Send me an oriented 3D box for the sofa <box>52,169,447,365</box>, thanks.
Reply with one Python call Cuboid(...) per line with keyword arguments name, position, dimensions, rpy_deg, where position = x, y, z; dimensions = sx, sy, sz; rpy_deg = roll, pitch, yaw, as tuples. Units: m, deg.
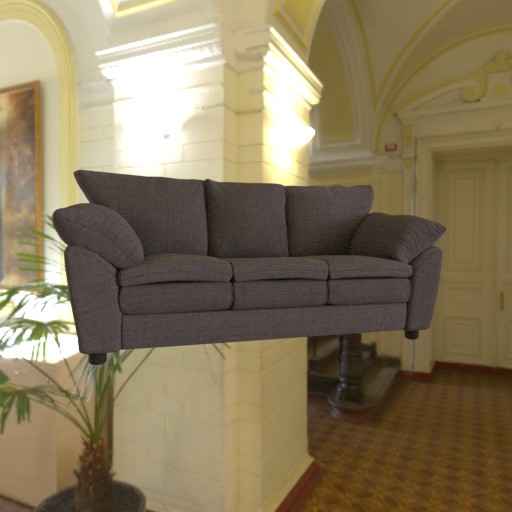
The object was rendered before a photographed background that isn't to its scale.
Cuboid(name="sofa", position=(0.000, 0.000, 2.864), dimensions=(2.336, 1.080, 0.883), rpy_deg=(0, 1, -19))
